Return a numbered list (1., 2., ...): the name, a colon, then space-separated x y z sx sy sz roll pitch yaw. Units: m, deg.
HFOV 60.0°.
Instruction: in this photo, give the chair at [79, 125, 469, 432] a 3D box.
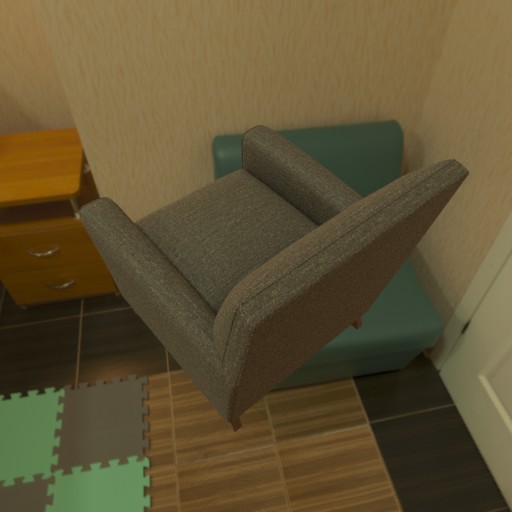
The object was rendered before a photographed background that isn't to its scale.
1. chair: 0.000 0.000 1.554 0.838 0.885 0.875 -32 55 -26
